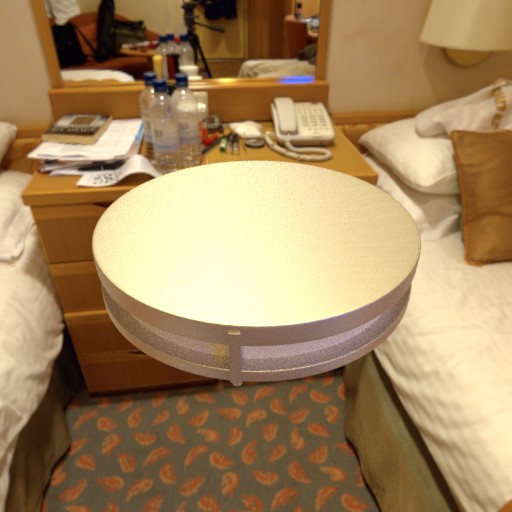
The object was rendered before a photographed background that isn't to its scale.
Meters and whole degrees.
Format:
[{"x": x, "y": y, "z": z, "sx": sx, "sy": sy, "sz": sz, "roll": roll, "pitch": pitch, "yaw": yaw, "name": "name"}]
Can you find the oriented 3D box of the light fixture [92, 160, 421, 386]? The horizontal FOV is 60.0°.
[{"x": 0.000, "y": 0.000, "z": 0.526, "sx": 0.356, "sy": 0.102, "sz": 0.356, "roll": 0, "pitch": 33, "yaw": 0, "name": "light fixture"}]
